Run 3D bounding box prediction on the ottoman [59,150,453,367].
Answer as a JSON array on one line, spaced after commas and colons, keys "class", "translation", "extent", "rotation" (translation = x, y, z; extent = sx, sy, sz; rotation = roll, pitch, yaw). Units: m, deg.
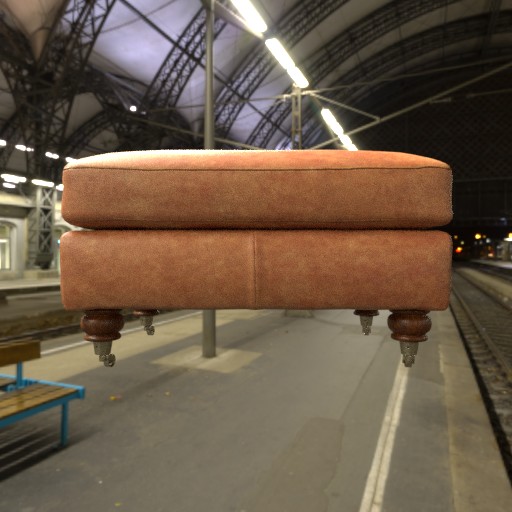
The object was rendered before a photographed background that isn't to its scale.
[{"class": "ottoman", "translation": [0.000, 0.000, 1.185], "extent": [0.852, 0.507, 0.565], "rotation": [0, 0, 0]}]
